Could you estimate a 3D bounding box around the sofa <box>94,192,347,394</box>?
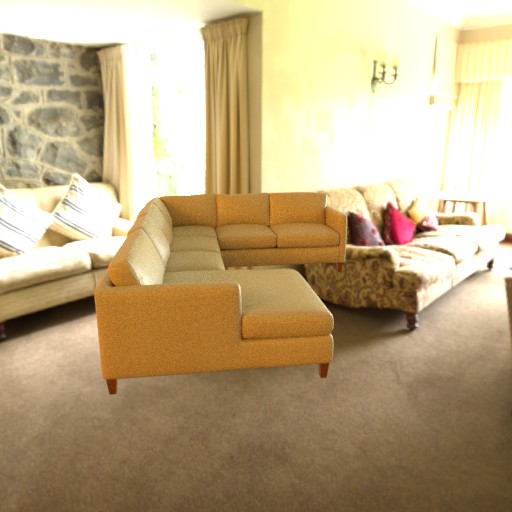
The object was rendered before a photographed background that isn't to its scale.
[{"bbox_3d":[0.000,0.000,4.632,2.594,0.961,3.460,-2,15,-8],"label":"sofa"}]
